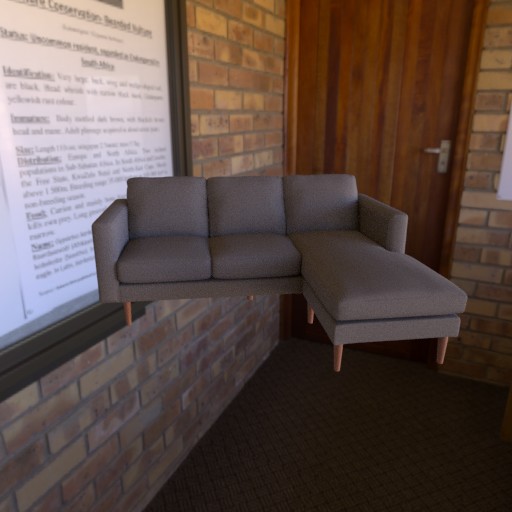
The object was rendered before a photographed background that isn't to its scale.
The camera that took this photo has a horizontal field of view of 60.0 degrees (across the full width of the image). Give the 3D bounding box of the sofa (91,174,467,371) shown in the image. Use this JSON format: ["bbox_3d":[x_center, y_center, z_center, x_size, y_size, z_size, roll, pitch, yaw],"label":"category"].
[{"bbox_3d":[0.000,0.000,2.920,2.031,0.897,1.591,-2,18,-7],"label":"sofa"}]
